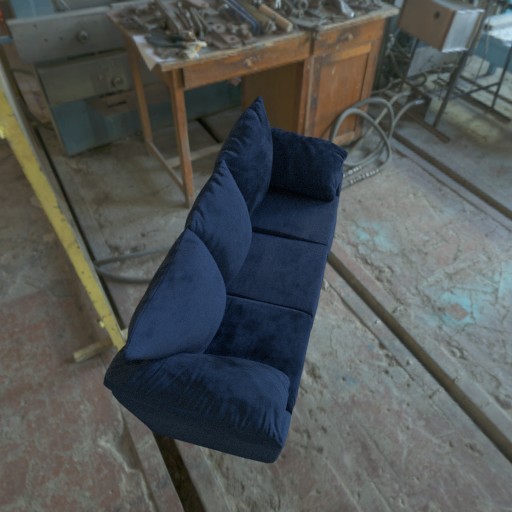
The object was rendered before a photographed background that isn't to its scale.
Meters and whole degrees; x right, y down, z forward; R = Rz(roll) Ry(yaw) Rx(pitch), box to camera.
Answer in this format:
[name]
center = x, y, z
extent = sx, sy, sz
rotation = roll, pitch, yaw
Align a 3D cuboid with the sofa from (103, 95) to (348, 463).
[sofa]
center = 0.000, 0.000, 2.852
extent = 0.907, 1.091, 2.390
rotation = 11, 48, 10
